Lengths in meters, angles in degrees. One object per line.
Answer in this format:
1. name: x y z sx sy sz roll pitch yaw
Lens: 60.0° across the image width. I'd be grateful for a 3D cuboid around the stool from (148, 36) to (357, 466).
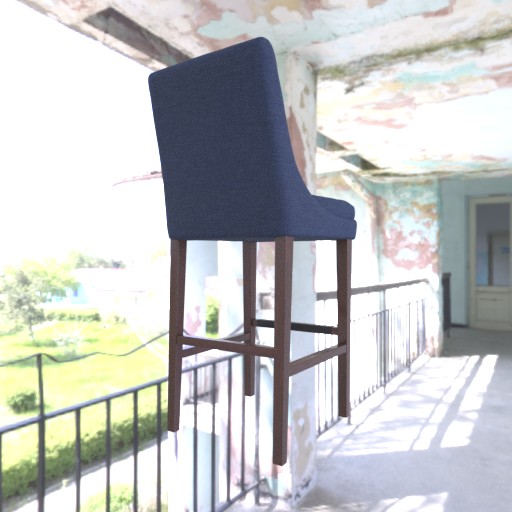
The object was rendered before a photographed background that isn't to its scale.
1. stool: 0.000 0.000 1.402 0.470 1.078 0.577 0 0 34
